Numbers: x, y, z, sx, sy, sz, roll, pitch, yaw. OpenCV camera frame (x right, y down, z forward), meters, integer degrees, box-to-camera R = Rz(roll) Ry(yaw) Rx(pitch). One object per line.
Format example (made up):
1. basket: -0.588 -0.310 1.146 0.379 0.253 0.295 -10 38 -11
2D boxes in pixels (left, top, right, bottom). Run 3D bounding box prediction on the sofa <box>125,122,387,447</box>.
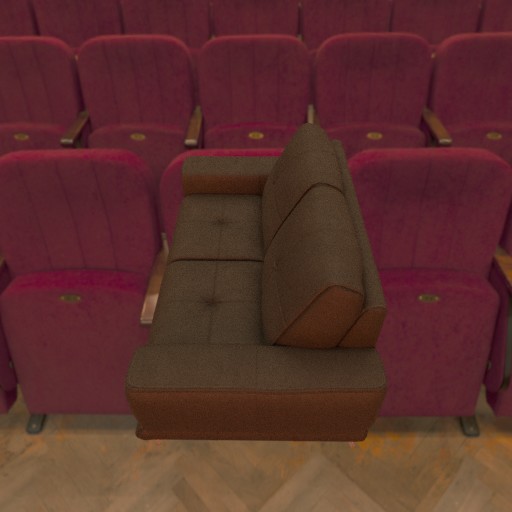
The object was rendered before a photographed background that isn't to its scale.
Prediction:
1. sofa: 0.000 0.000 2.363 1.018 0.907 1.806 0 42 1
